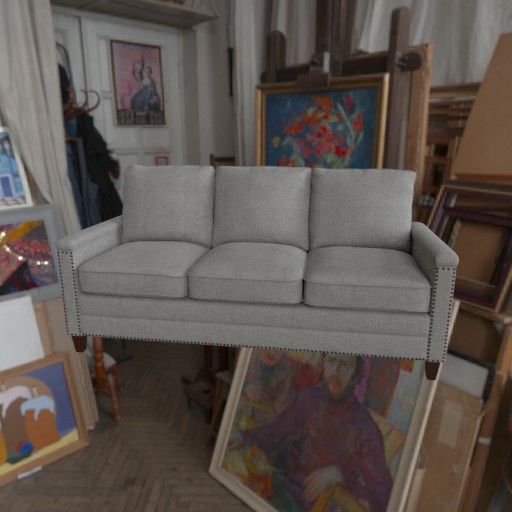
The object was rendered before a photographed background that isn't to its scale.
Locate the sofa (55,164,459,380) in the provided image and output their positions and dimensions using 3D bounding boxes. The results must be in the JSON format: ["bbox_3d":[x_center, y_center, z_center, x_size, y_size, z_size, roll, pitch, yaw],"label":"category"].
[{"bbox_3d":[0.000,0.000,2.480,1.925,0.959,0.828,2,15,9],"label":"sofa"}]
